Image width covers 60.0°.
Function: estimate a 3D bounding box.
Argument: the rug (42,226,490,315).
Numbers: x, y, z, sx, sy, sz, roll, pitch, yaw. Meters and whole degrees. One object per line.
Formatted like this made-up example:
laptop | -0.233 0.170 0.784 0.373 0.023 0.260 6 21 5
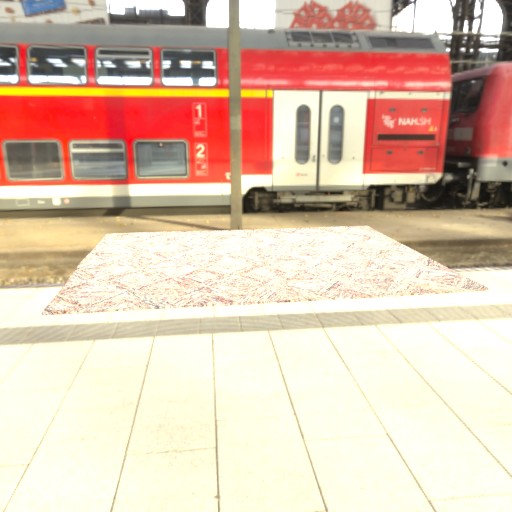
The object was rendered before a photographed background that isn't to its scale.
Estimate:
rug | 0.000 0.000 4.261 3.226 0.024 2.436 -2 16 -8
